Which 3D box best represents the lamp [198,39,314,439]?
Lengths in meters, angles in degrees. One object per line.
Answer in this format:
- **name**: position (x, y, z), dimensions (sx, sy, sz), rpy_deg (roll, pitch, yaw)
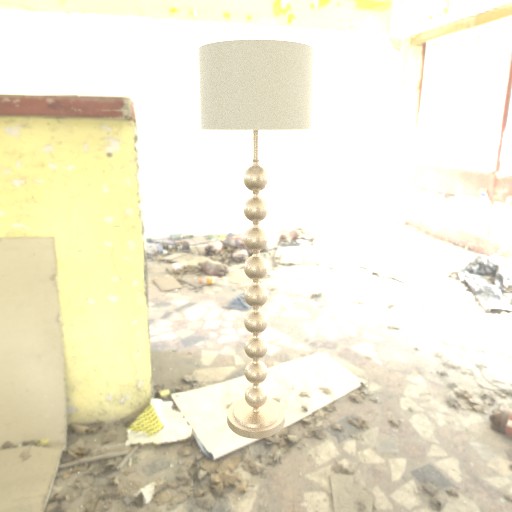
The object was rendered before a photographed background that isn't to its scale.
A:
- **lamp**: position (0.000, 0.000, 1.715), dimensions (0.394, 1.474, 0.394), rpy_deg (2, 16, 6)
